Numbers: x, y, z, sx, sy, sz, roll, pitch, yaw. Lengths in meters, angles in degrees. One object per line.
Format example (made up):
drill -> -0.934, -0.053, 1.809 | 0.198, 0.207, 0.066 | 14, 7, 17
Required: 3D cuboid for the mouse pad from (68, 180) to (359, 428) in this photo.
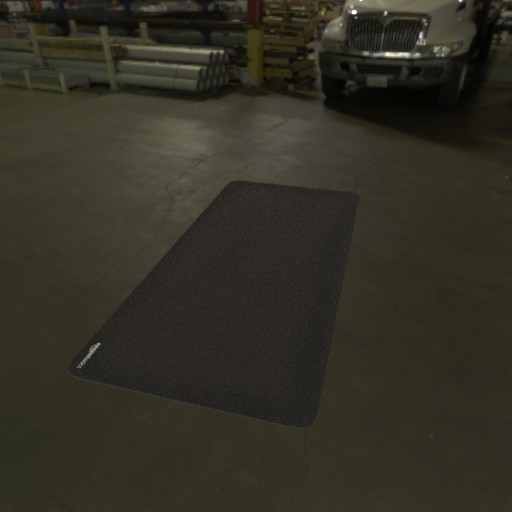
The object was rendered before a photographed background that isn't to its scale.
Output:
mouse pad -> 0.000, 0.000, 1.061 | 0.424, 0.003, 0.907 | 8, 32, 13
